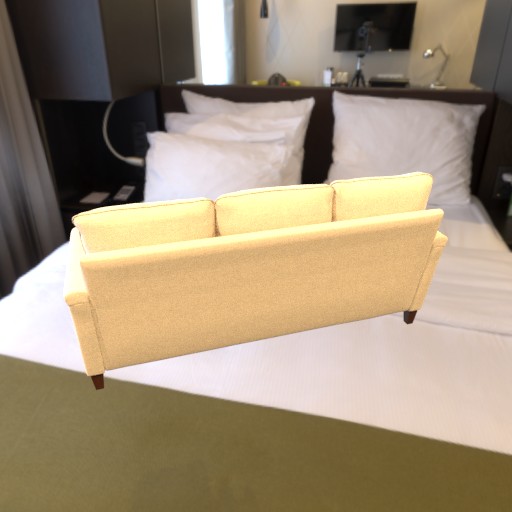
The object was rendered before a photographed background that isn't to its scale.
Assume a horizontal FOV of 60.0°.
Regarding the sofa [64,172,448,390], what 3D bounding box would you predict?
[{"bbox_3d":[0.000,0.000,2.480,1.925,0.961,0.828,-8,28,-16],"label":"sofa"}]
